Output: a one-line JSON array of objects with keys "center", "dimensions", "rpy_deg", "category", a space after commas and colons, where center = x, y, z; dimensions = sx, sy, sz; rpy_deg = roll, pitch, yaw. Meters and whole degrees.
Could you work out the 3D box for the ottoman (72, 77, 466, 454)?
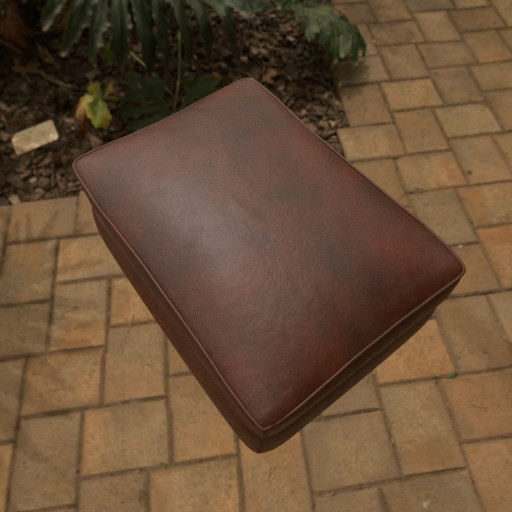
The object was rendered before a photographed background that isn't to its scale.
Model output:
[{"center": [0.000, 0.000, 0.970], "dimensions": [0.501, 0.432, 0.665], "rpy_deg": [-33, 64, -18], "category": "ottoman"}]
